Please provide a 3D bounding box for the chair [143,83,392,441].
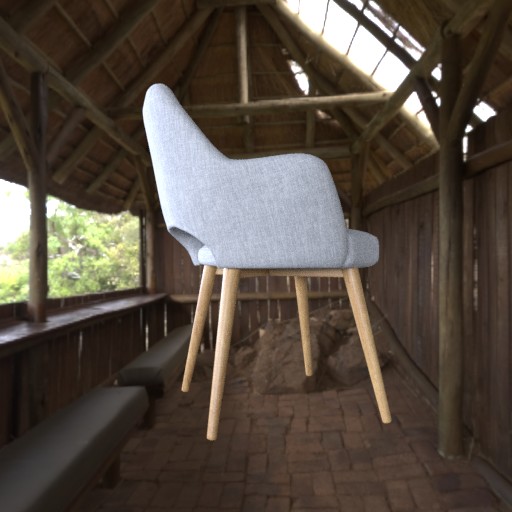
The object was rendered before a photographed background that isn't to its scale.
[{"bbox_3d":[0.000,0.000,1.245,0.610,0.840,0.590,0,0,-18],"label":"chair"}]
